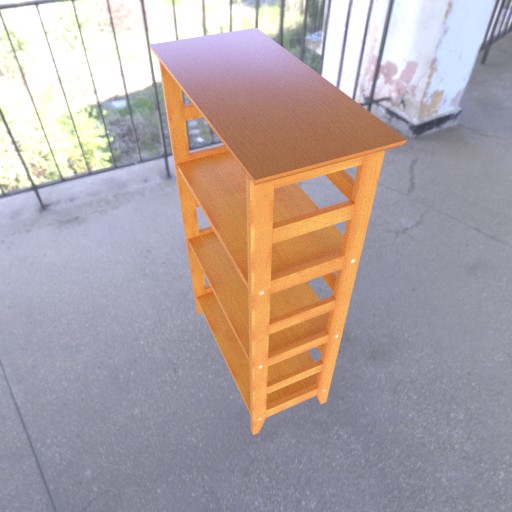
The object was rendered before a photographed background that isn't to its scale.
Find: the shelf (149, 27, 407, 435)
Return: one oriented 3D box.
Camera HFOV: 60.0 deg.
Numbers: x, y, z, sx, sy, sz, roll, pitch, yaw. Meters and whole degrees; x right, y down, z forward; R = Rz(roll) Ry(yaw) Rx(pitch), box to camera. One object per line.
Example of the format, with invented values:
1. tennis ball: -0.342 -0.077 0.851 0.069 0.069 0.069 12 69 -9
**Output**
1. shelf: 0.000 0.000 1.350 0.305 1.067 0.660 -18 48 -17
